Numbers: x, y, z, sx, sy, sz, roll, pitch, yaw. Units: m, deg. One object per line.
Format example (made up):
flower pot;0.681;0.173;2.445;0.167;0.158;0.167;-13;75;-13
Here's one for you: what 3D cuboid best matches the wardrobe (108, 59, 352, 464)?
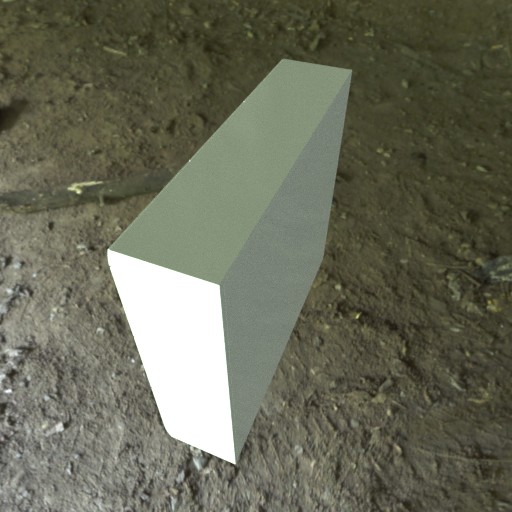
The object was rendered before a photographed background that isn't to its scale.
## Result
wardrobe;0.000;0.000;1.981;0.360;1.200;1.340;16;48;15
